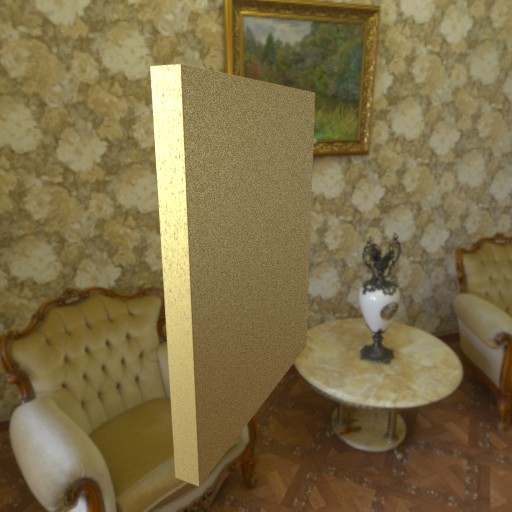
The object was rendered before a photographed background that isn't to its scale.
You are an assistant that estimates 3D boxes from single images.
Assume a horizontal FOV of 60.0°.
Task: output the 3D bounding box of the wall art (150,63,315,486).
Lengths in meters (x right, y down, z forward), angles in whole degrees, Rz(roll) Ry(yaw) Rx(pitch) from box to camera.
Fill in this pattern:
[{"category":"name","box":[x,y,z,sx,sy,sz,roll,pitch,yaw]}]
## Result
[{"category":"wall art","box":[0.000,0.000,0.880,0.048,0.642,0.537,7,18,24]}]
